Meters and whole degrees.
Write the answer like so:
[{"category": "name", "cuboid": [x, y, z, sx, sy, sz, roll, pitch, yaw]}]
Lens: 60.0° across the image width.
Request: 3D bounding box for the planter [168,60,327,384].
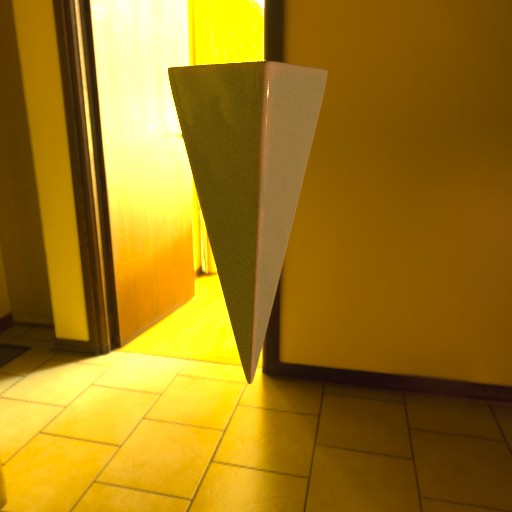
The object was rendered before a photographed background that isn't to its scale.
[{"category": "planter", "cuboid": [0.000, 0.000, 0.217, 0.080, 0.178, 0.064, -2, 16, -7]}]
